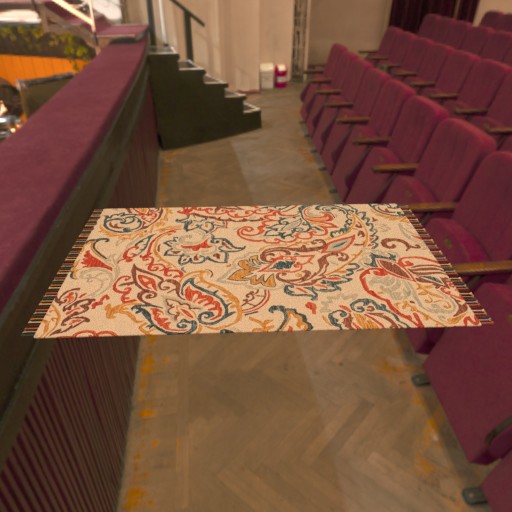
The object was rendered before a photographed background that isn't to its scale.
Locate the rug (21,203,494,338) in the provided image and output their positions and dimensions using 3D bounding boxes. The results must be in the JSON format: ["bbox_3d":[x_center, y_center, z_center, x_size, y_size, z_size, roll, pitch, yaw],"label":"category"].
[{"bbox_3d":[0.000,0.000,3.044,2.584,0.010,1.523,-1,33,-2],"label":"rug"}]
